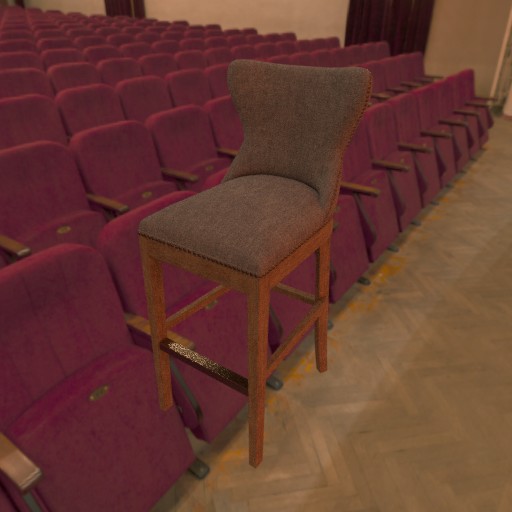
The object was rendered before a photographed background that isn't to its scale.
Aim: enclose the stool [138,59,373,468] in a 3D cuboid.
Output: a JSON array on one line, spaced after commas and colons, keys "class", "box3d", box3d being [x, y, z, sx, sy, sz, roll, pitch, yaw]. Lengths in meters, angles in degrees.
[{"class": "stool", "box3d": [0.000, 0.000, 1.442, 0.494, 1.123, 0.606, 19, 34, 30]}]
